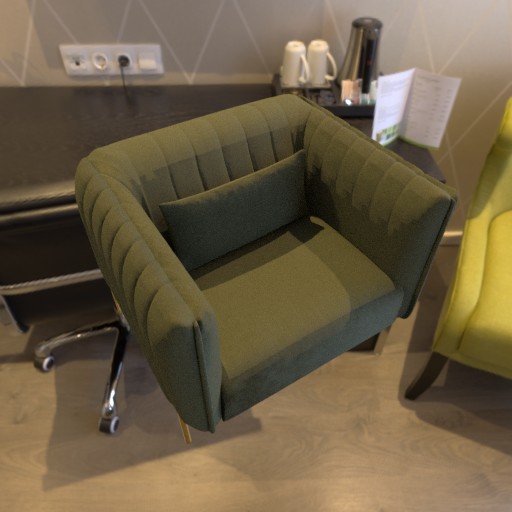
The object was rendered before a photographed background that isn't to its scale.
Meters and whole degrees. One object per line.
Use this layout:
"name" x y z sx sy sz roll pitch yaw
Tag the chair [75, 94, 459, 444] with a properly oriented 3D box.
"chair" 0.000 0.000 1.674 1.032 0.794 0.877 -24 50 -22
